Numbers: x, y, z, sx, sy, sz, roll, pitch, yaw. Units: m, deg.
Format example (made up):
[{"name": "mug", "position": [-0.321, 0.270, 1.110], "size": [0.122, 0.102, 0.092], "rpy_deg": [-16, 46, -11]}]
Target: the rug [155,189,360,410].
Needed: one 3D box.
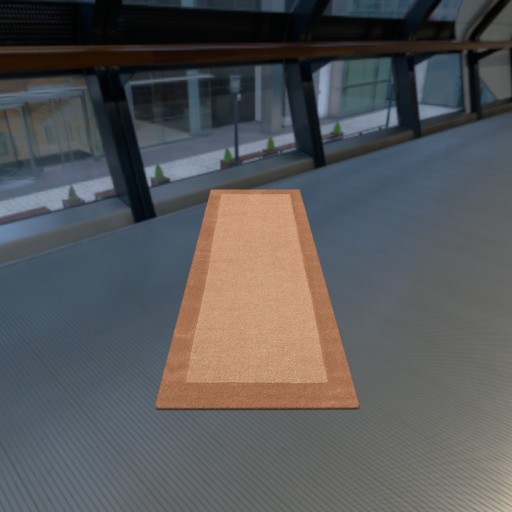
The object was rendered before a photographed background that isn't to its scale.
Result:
[{"name": "rug", "position": [0.000, 0.000, 2.720], "size": [0.764, 0.017, 2.439], "rpy_deg": [0, 28, 0]}]
